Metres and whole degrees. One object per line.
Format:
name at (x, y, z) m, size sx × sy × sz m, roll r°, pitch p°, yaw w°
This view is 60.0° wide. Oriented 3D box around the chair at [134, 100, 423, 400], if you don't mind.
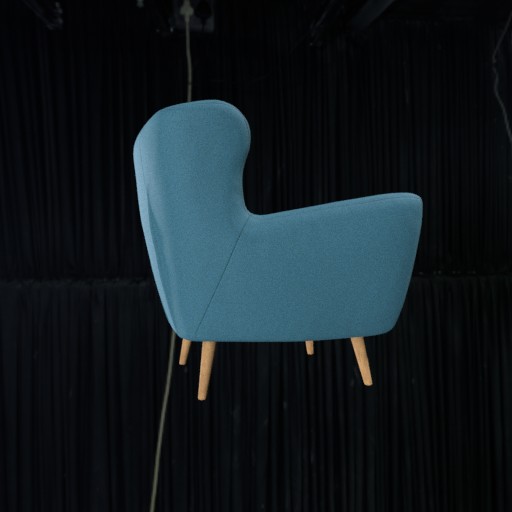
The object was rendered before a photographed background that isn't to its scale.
chair at (0.000, 0.000, 1.673) m, size 0.889 × 0.889 × 0.890 m, roll 0°, pitch 0°, yaw -17°
